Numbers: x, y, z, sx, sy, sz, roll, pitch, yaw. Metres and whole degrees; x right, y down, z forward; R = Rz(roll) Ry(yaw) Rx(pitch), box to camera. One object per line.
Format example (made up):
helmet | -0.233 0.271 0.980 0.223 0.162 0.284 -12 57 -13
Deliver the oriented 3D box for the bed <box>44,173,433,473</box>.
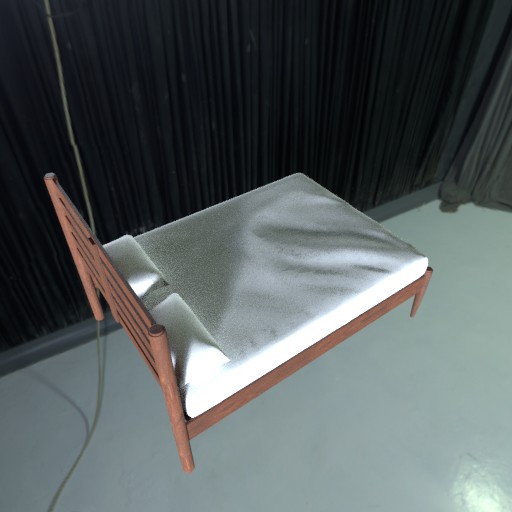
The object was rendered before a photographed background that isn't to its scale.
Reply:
bed | 0.000 0.000 3.101 2.093 1.304 1.509 -25 48 -26
